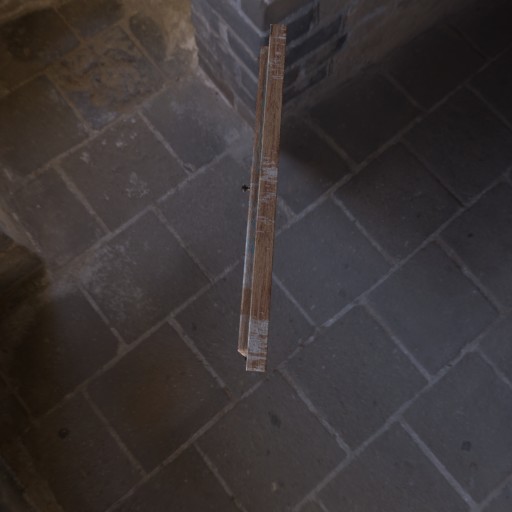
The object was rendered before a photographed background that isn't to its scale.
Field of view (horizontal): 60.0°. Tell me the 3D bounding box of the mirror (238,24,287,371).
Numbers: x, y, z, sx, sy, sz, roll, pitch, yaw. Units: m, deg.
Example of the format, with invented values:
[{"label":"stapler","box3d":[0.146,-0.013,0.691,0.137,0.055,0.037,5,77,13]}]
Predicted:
[{"label":"mirror","box3d":[0.000,0.000,1.437,0.083,1.213,0.707,4,76,1]}]
